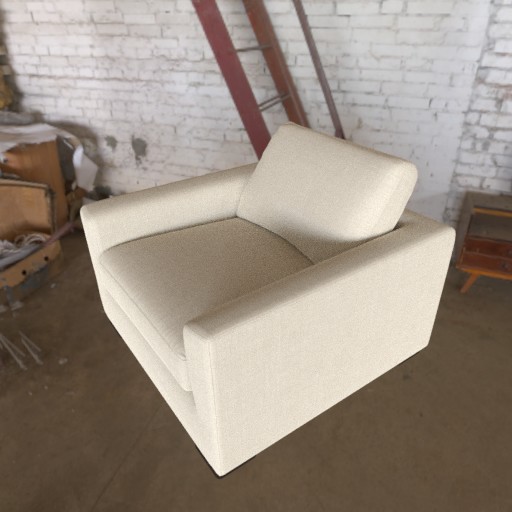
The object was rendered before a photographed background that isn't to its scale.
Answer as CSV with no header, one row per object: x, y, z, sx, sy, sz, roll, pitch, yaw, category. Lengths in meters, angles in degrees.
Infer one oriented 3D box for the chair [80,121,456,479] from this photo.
0.000,0.000,1.836,1.100,0.876,1.070,-20,35,-30,chair
